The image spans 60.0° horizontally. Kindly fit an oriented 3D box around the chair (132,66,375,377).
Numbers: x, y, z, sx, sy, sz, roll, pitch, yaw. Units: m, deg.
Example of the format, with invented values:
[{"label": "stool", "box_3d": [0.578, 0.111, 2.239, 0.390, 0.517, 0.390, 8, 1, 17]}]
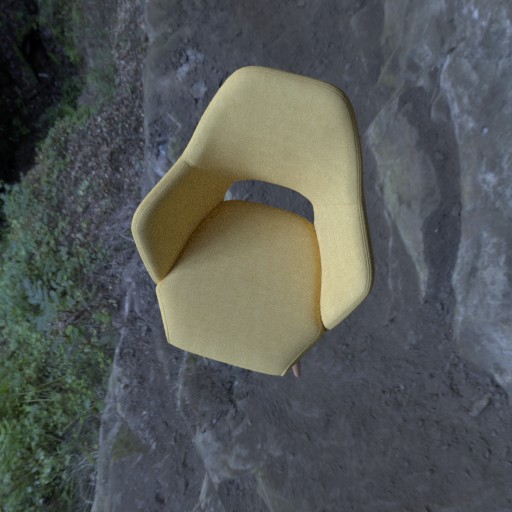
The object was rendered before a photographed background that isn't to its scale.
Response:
[{"label": "chair", "box_3d": [0.000, 0.000, 1.255, 0.590, 0.840, 0.610, 15, 76, 4]}]
